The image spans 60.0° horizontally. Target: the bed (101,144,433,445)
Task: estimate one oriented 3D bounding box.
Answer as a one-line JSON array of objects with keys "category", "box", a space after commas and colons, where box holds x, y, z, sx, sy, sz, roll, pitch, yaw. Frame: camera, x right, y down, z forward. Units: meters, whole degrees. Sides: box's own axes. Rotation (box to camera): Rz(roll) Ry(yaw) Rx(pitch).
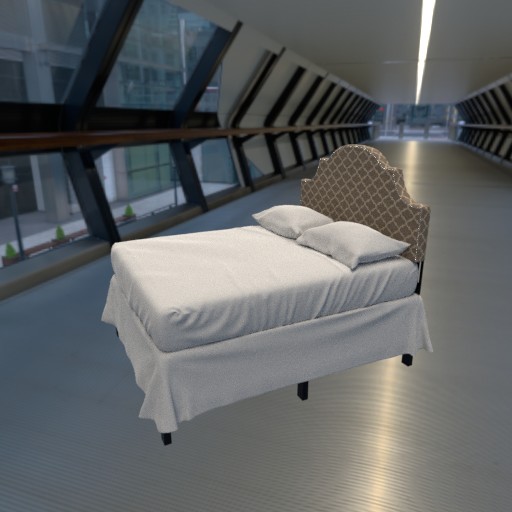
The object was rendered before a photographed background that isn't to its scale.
[{"category": "bed", "box": [0.000, 0.000, 3.458, 2.222, 1.633, 1.780, -9, 20, -25]}]
